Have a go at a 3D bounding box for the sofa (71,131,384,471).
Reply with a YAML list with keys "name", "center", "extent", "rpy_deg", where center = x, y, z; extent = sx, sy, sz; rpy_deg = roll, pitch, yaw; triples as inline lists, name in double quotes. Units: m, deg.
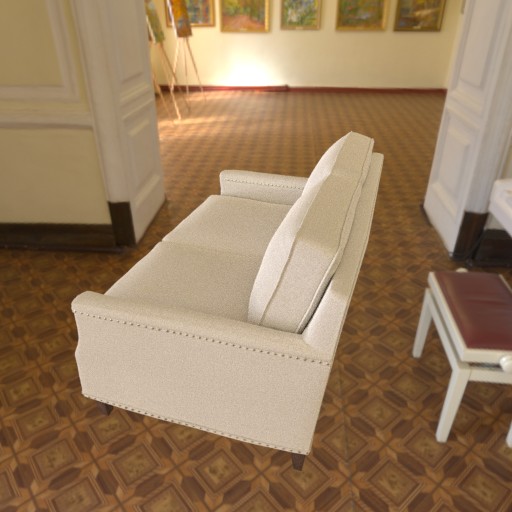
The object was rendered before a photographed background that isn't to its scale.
- name: "sofa"
  center: [0.000, 0.000, 2.231]
  extent: [1.084, 1.003, 1.597]
  rpy_deg: [9, 31, 15]
